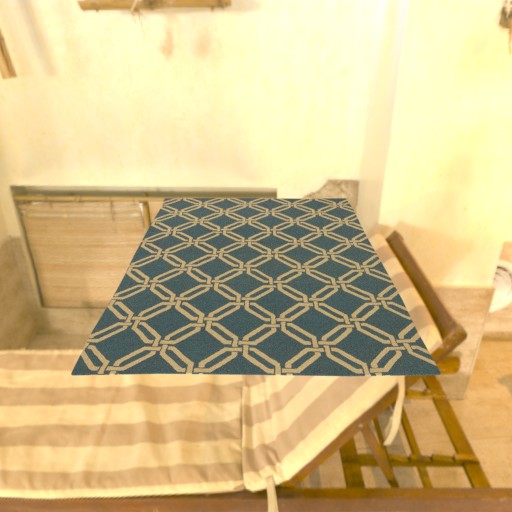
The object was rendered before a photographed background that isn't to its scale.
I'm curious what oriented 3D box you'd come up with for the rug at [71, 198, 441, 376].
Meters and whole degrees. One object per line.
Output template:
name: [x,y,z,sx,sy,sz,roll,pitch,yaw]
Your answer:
rug: [0.000,0.000,2.744,1.524,0.013,2.135,0,27,0]
